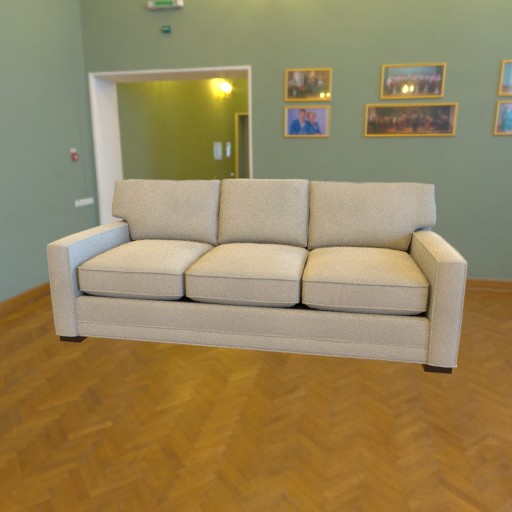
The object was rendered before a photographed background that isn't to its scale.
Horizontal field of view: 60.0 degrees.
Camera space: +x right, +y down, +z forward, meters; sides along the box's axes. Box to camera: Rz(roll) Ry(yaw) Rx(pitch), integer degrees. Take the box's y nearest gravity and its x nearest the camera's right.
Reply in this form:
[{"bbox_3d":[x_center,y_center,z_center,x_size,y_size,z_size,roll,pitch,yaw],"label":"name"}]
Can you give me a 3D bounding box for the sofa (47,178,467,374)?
[{"bbox_3d":[0.000,0.000,2.607,2.088,0.862,0.935,2,14,10],"label":"sofa"}]
